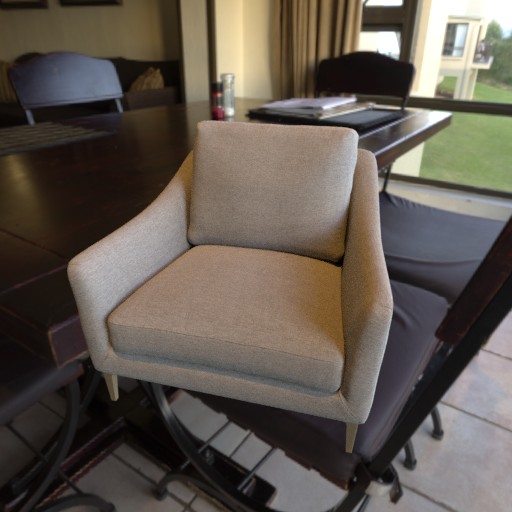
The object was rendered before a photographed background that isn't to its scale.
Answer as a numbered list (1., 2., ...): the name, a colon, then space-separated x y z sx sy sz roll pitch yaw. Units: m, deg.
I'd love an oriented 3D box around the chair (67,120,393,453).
1. chair: 0.000 0.000 1.712 0.986 0.902 0.961 7 28 14
